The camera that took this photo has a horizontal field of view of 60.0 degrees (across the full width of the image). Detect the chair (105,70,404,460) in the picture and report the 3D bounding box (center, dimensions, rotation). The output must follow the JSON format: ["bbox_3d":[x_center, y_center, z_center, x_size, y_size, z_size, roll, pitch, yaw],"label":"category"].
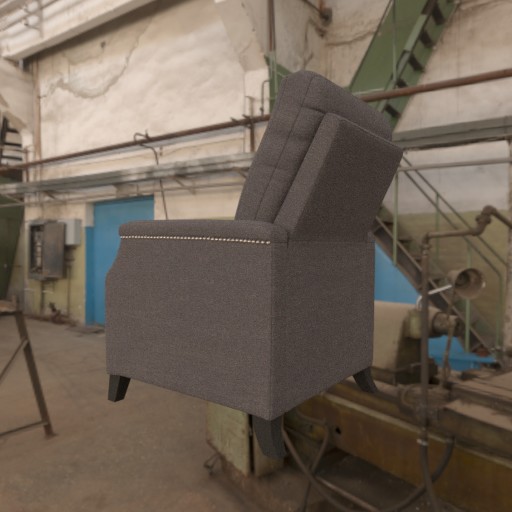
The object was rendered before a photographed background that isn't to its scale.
[{"bbox_3d":[0.000,0.000,1.619,0.922,1.049,0.710,1,2,37],"label":"chair"}]
